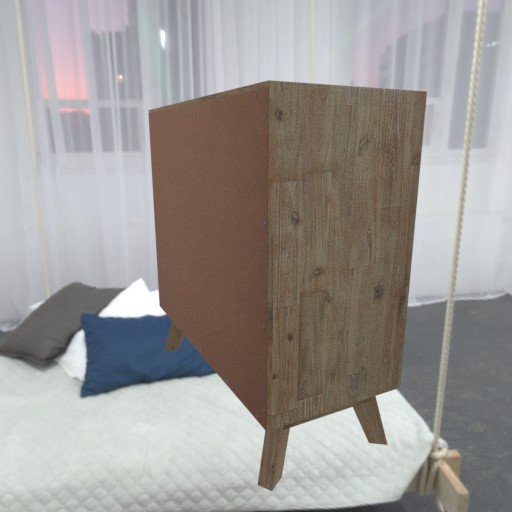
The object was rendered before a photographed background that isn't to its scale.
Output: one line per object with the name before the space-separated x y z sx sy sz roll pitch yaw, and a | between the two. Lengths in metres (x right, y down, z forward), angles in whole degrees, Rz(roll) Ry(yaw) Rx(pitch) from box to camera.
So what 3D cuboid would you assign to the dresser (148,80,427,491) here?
dresser | 0.000 0.000 1.570 0.455 1.029 0.998 -7 16 -26
